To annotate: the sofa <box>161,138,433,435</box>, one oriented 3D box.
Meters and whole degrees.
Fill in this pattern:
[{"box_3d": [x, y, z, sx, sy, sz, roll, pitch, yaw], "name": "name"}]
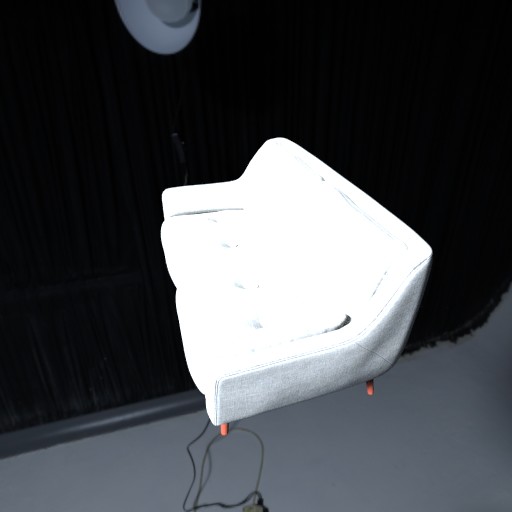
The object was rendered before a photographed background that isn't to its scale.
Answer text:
[{"box_3d": [0.000, 0.000, 2.515, 0.976, 0.897, 1.930, -8, 30, -14], "name": "sofa"}]
